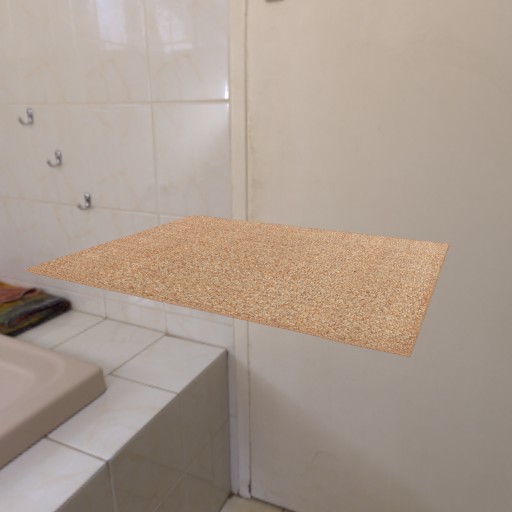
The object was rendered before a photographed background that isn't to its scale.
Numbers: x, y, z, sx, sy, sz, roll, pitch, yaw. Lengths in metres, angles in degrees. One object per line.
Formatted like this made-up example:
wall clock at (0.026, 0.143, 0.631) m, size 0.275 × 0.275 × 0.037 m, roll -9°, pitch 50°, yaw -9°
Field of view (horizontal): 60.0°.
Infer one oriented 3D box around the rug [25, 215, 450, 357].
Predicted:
rug at (0.000, 0.000, 3.987) m, size 3.048 × 0.013 × 2.439 m, roll 9°, pitch 19°, yaw 26°
